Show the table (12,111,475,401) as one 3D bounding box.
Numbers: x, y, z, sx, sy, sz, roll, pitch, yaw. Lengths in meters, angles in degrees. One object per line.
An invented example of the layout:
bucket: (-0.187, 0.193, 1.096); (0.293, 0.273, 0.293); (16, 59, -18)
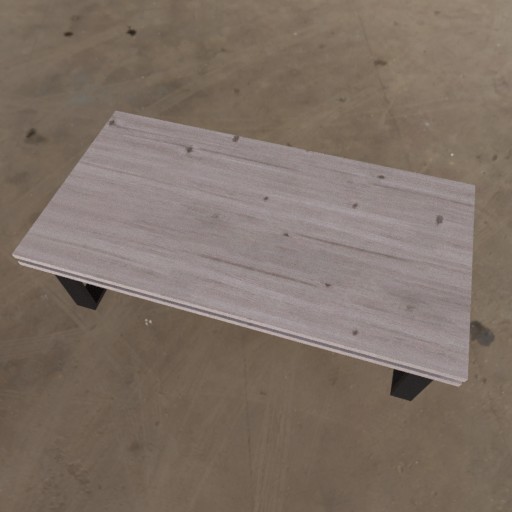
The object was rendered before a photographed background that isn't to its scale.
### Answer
table: (0.000, 0.000, 1.621); (1.350, 0.450, 0.700); (14, 58, 9)
